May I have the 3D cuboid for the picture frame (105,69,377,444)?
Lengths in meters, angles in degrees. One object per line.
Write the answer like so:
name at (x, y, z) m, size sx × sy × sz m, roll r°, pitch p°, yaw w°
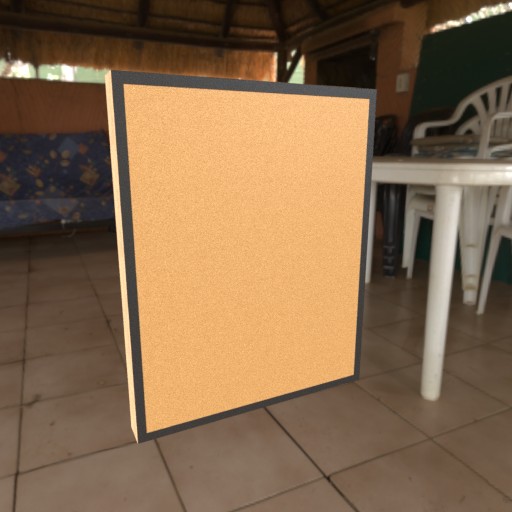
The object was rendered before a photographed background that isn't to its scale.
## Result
picture frame at (0.000, 0.000, 0.717) m, size 0.421 × 0.526 × 0.046 m, roll -7°, pitch 15°, yaw -26°
